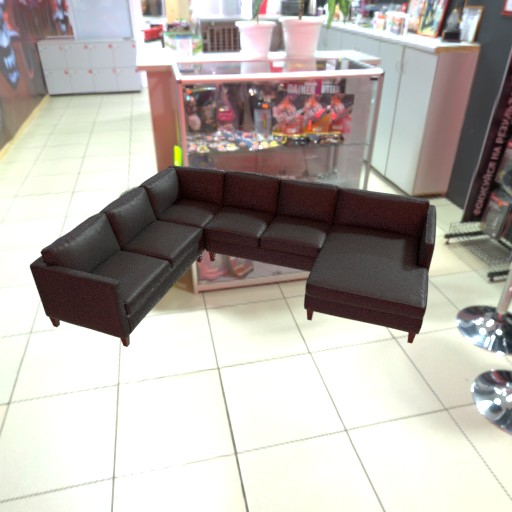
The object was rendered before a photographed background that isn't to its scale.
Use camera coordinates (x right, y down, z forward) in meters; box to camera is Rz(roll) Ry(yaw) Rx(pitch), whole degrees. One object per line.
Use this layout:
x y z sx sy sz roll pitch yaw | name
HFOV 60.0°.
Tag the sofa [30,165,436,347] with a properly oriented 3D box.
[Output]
0.000 0.000 4.633 3.460 0.923 2.593 11 34 17 | sofa
